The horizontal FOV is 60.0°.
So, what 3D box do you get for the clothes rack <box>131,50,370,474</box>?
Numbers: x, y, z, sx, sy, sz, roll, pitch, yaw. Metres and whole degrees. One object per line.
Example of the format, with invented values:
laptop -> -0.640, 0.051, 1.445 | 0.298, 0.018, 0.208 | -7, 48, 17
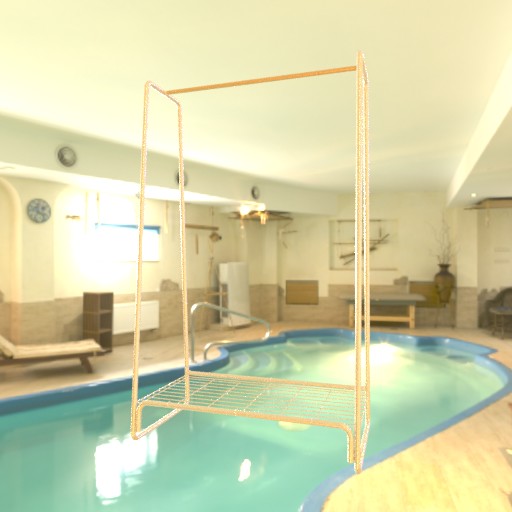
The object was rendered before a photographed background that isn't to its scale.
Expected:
clothes rack -> 0.000, 0.000, 1.866 | 0.900, 1.500, 0.495 | 0, 0, 18
